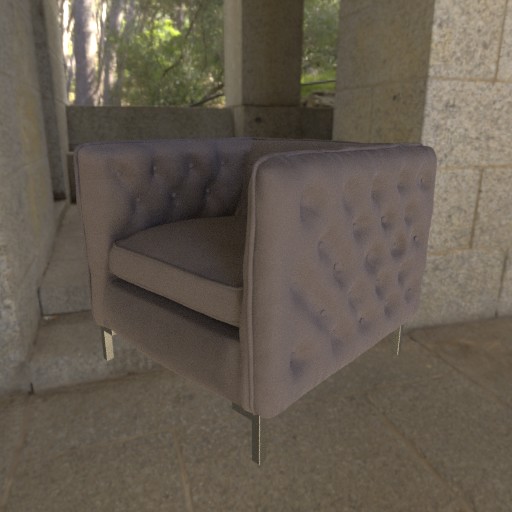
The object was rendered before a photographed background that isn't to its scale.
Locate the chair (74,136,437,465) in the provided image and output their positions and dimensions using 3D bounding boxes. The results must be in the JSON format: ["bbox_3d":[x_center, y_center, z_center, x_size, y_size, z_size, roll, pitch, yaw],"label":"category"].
[{"bbox_3d":[0.000,0.000,1.608,0.946,0.807,0.913,15,22,41],"label":"chair"}]
